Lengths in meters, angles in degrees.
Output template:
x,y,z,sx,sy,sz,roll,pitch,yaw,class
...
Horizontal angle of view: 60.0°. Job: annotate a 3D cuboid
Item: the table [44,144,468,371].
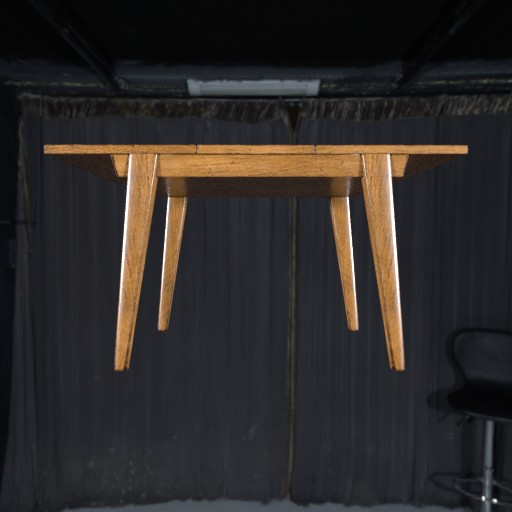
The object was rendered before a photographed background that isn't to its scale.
x,y,z,sx,sy,sz,roll,pitch,yaw,class
0.000,0.000,1.853,1.400,0.760,0.757,0,2,0,table
